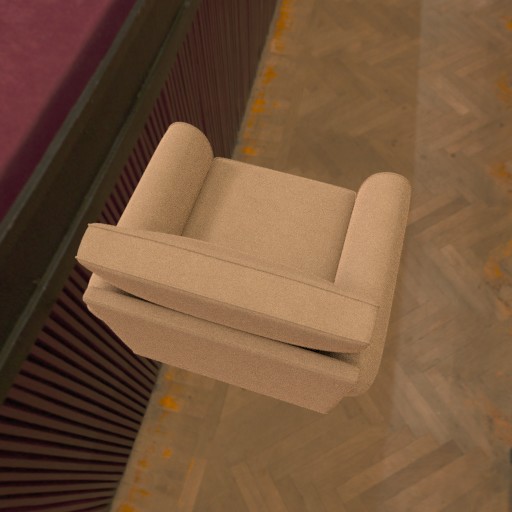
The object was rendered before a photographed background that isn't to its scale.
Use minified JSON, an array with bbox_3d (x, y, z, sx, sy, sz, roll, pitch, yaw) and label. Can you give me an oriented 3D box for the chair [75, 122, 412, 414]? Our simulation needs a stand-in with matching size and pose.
[{"bbox_3d":[0.000,0.000,1.731,1.040,0.955,0.863,15,65,7],"label":"chair"}]
